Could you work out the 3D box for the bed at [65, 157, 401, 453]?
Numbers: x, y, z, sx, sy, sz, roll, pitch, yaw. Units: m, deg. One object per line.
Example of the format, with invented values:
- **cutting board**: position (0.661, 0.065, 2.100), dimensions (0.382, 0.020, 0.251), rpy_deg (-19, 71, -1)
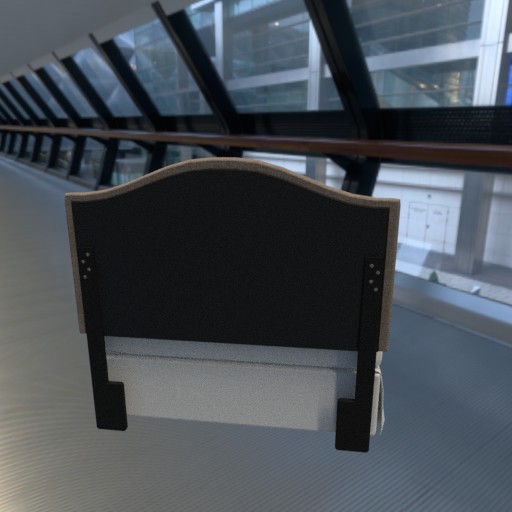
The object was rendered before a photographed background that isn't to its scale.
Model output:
- **bed**: position (0.000, 0.000, 3.260), dimensions (1.713, 1.518, 2.153), rpy_deg (2, 16, 7)
